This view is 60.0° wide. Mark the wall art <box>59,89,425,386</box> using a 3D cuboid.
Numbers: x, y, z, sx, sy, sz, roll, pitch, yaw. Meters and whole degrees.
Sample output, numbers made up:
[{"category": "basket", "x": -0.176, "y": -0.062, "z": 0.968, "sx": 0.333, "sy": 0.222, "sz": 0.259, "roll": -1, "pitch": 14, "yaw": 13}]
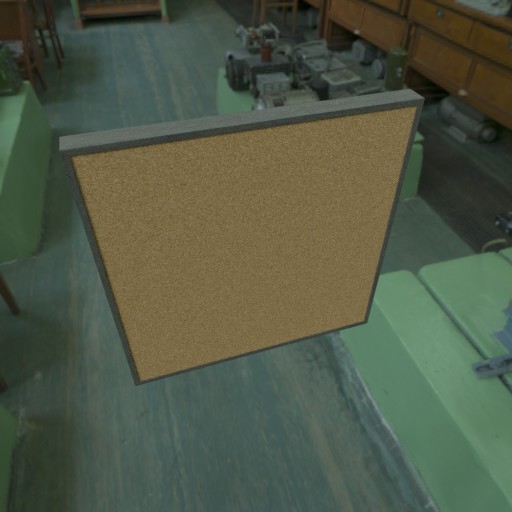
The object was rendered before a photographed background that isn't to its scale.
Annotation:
[{"category": "wall art", "x": 0.000, "y": 0.000, "z": 0.769, "sx": 0.507, "sy": 0.507, "sz": 0.037, "roll": -12, "pitch": 43, "yaw": -14}]
